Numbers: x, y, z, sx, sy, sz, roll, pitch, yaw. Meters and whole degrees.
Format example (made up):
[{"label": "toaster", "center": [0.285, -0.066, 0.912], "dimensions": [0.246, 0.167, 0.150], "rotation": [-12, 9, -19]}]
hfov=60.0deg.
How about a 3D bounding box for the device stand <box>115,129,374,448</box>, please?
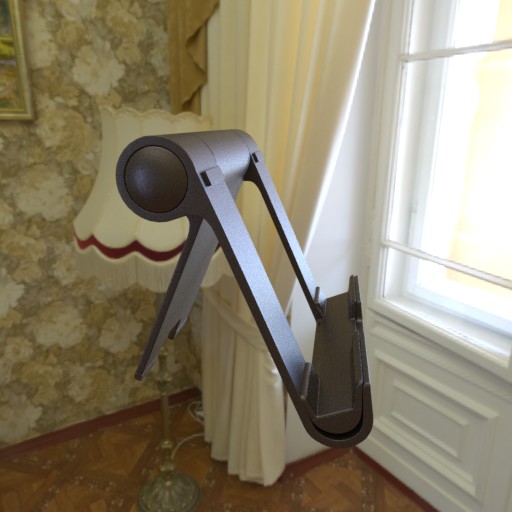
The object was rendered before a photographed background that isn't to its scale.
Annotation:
[{"label": "device stand", "center": [0.000, 0.000, 0.155], "dimensions": [0.079, 0.084, 0.088], "rotation": [3, 17, 10]}]
